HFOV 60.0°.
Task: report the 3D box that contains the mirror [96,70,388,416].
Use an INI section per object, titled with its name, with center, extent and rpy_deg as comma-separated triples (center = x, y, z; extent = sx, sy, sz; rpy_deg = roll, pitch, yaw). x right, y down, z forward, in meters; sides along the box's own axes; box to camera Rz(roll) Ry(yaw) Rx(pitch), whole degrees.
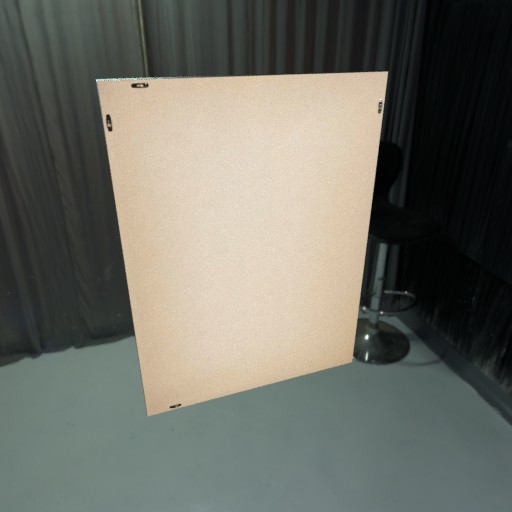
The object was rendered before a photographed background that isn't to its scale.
[mirror]
center = 0.000, 0.000, 1.340
extent = 0.762, 1.016, 0.041
rpy_deg = -9, 28, -18
